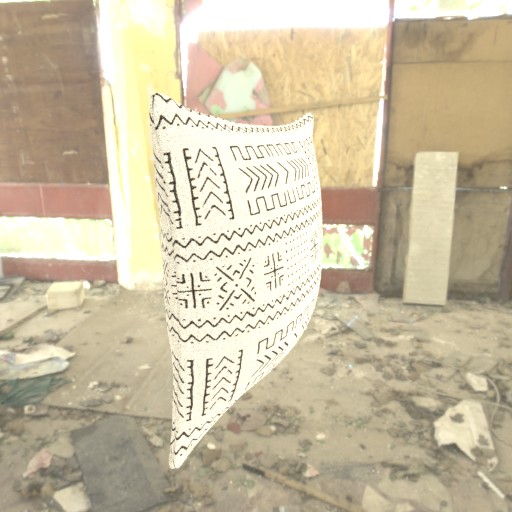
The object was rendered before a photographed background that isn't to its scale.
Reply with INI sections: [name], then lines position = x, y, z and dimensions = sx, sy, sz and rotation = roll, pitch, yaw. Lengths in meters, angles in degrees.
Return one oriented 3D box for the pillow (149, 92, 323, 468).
[pillow]
position = 0.000, 0.000, 0.662
dimensions = 0.164, 0.430, 0.438
rotation = 8, 17, 26
